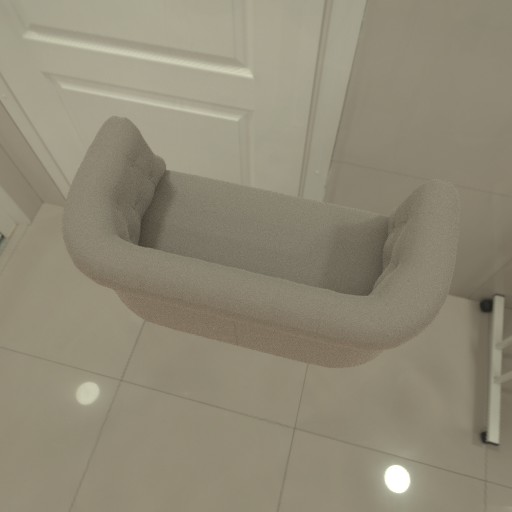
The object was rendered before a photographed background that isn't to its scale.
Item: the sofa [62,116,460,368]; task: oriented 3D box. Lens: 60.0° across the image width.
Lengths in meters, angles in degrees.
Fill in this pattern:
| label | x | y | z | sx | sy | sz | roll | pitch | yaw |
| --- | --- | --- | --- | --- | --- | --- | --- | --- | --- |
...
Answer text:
| label | x | y | z | sx | sy | sz | roll | pitch | yaw |
| --- | --- | --- | --- | --- | --- | --- | --- | --- | --- |
| sofa | 0.000 | 0.000 | 2.040 | 1.558 | 0.827 | 0.835 | 13 | 63 | 7 |
